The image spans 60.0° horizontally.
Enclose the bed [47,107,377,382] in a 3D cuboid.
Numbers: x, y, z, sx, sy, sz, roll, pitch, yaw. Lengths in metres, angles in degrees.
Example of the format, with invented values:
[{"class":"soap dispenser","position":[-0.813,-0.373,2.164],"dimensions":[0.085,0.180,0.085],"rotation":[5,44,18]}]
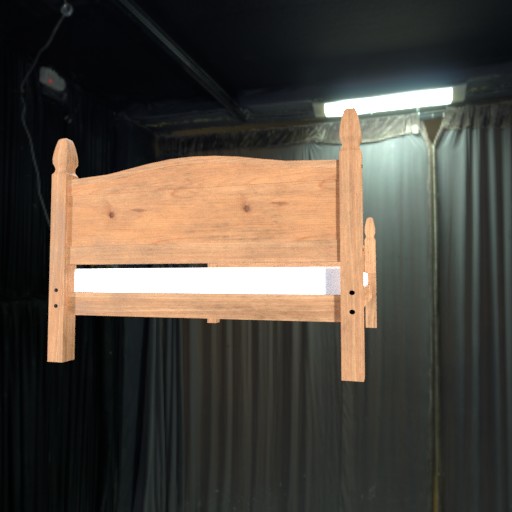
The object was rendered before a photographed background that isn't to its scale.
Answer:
[{"class":"bed","position":[0.000,0.000,2.941],"dimensions":[1.490,1.100,2.069],"rotation":[-1,-3,17]}]
